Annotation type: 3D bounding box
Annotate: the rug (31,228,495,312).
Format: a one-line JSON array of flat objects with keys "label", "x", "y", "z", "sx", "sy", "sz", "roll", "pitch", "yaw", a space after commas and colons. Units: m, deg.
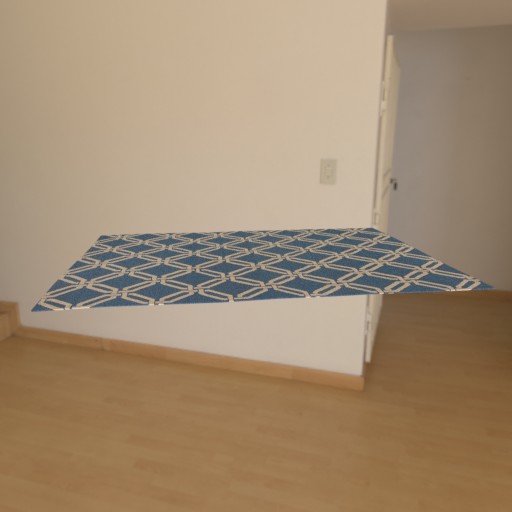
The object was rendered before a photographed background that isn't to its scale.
[{"label": "rug", "x": 0.000, "y": 0.000, "z": 2.716, "sx": 2.135, "sy": 0.013, "sz": 1.524, "roll": -2, "pitch": 15, "yaw": -8}]
